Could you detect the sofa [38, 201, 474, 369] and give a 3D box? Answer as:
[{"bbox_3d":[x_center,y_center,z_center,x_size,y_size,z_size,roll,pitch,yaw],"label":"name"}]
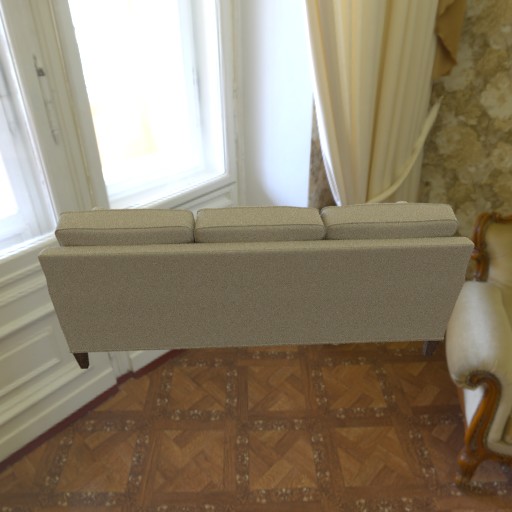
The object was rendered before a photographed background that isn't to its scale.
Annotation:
[{"bbox_3d":[0.000,0.000,2.808,2.246,1.003,1.084,-1,31,-2],"label":"sofa"}]
